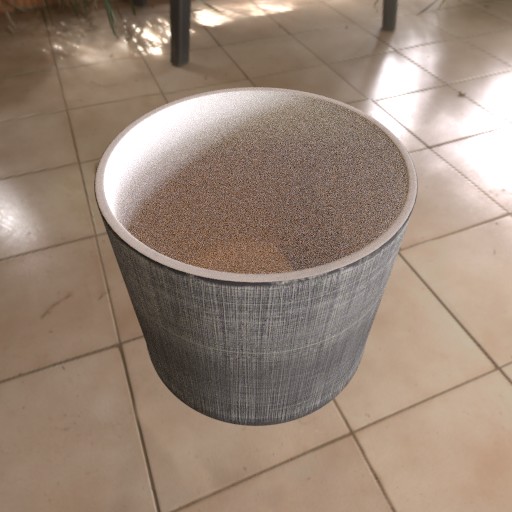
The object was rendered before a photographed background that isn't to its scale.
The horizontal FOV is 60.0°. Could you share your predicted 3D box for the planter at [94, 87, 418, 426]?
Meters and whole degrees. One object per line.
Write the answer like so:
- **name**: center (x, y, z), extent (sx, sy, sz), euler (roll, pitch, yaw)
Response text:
- **planter**: center (0.000, 0.000, 0.308), extent (0.178, 0.157, 0.178), euler (0, 47, 0)
